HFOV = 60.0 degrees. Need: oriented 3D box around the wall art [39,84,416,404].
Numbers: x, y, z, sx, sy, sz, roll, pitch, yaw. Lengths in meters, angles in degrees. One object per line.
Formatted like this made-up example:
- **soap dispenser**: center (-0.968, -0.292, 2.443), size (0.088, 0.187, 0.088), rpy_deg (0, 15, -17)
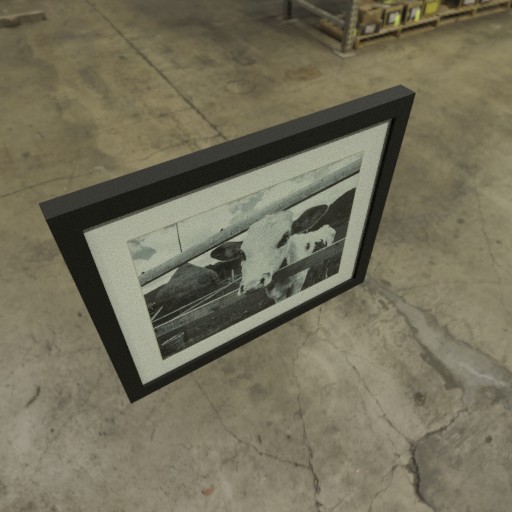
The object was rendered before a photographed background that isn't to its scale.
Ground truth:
- **wall art**: center (0.000, 0.000, 0.549), size (0.404, 0.329, 0.024), rpy_deg (-24, 51, -21)
